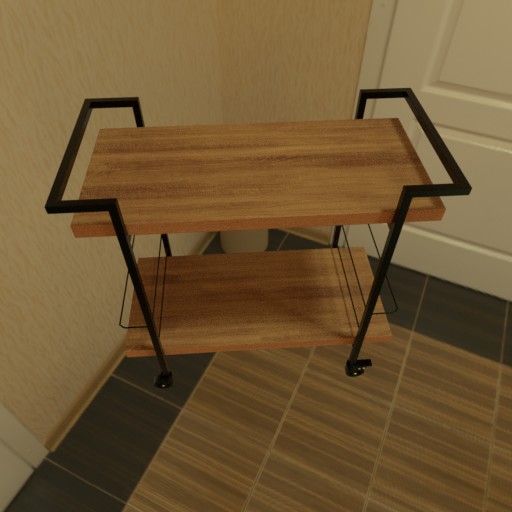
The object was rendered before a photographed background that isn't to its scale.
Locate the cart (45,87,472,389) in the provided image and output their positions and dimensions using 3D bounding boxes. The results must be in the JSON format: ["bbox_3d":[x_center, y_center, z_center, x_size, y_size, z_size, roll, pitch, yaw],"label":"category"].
[{"bbox_3d":[0.000,0.000,1.246,0.806,0.762,0.406,-3,48,-3],"label":"cart"}]
